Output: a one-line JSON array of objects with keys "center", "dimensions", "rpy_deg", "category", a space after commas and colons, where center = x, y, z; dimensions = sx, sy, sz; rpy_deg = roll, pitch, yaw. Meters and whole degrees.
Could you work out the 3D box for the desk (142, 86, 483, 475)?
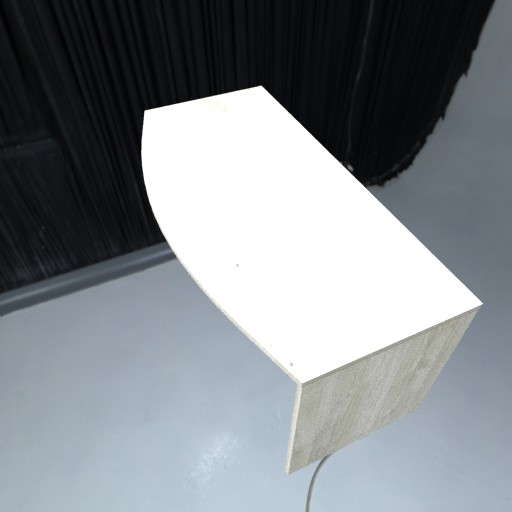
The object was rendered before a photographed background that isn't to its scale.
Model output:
[{"center": [0.000, 0.000, 2.024], "dimensions": [0.802, 0.752, 1.600], "rpy_deg": [-19, 49, -17], "category": "desk"}]
